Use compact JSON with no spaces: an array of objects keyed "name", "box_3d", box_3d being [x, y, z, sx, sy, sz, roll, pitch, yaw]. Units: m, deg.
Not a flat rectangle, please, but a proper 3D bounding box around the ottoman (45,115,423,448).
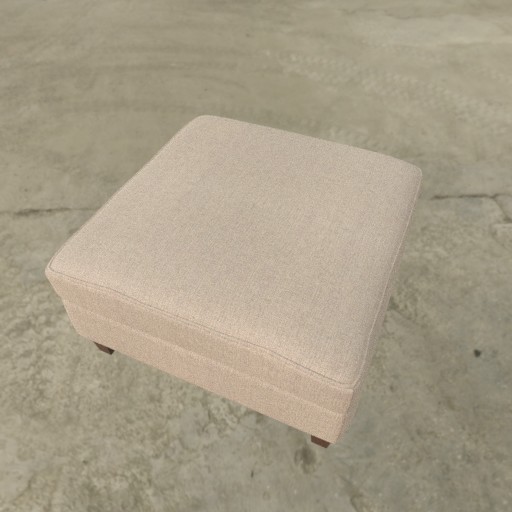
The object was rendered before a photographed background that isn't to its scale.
[{"name":"ottoman","box_3d":[0.000,0.000,1.383,0.838,0.481,0.838,18,50,16]}]
